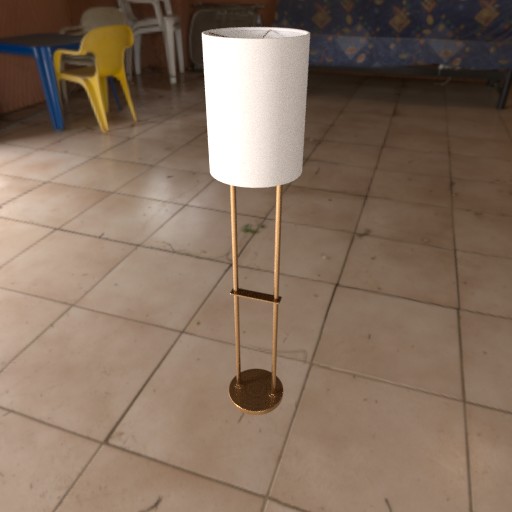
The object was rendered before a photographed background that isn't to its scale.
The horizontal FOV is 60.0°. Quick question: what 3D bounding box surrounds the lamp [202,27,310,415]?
[{"bbox_3d":[0.000,0.000,1.657,0.306,1.500,0.305,10,34,15],"label":"lamp"}]
